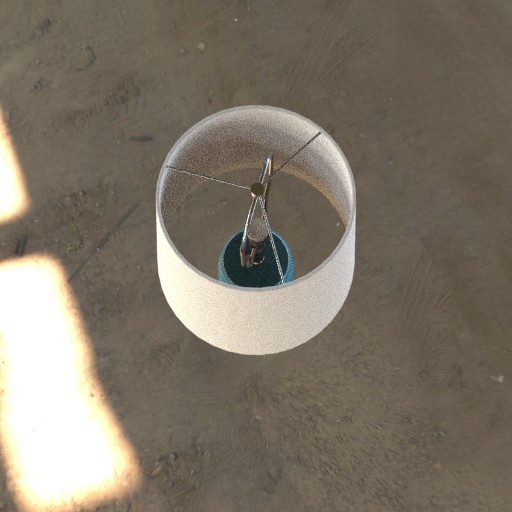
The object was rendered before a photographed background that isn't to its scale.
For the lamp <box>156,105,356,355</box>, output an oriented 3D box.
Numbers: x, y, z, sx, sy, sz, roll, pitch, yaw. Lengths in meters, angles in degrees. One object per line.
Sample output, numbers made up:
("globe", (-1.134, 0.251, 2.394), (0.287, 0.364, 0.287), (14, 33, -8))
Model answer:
("lamp", (0.000, 0.000, 0.809), (0.355, 0.582, 0.355), (0, 75, 0))
